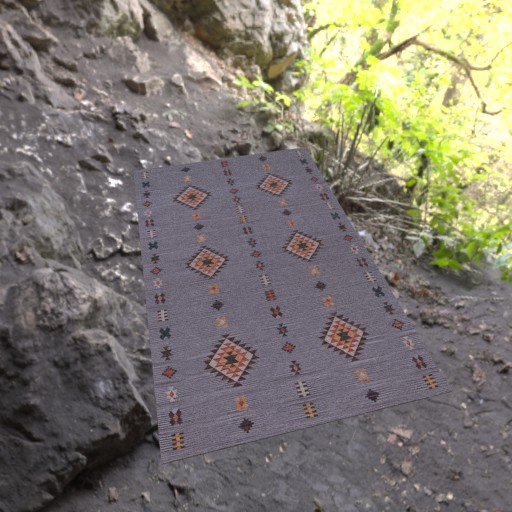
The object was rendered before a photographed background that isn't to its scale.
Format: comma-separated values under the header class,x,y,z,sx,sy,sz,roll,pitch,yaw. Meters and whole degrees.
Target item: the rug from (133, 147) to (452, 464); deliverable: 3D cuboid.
class,x,y,z,sx,sy,sz,roll,pitch,yaw
rug,0.000,0.000,3.018,1.515,0.007,2.427,-10,46,-10
